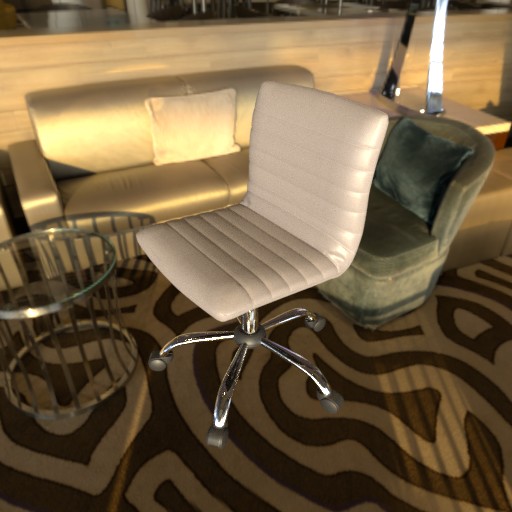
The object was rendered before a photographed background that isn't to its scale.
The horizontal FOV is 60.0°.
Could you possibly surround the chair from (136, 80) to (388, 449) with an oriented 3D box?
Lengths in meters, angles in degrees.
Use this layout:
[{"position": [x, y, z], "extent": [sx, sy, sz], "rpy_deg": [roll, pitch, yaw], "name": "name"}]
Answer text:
[{"position": [0.000, 0.000, 1.118], "extent": [0.542, 0.750, 0.569], "rpy_deg": [-22, 39, -30], "name": "chair"}]
